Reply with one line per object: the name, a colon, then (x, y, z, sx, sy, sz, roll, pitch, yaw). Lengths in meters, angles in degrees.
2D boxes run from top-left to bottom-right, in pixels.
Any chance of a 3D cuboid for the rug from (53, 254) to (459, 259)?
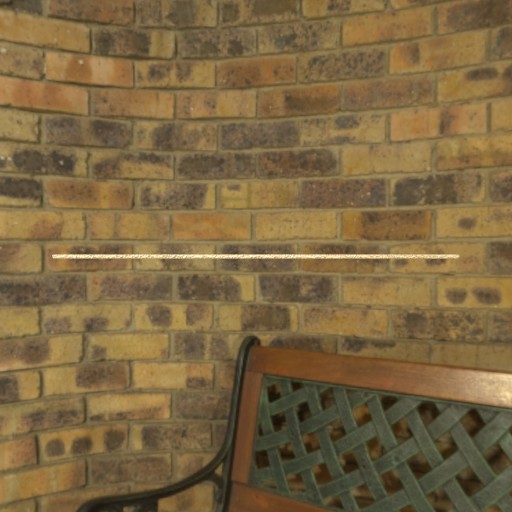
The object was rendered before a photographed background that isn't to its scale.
rug: (0.000, 0.000, 4.111, 2.400, 0.025, 3.000, 0, 0, 0)
